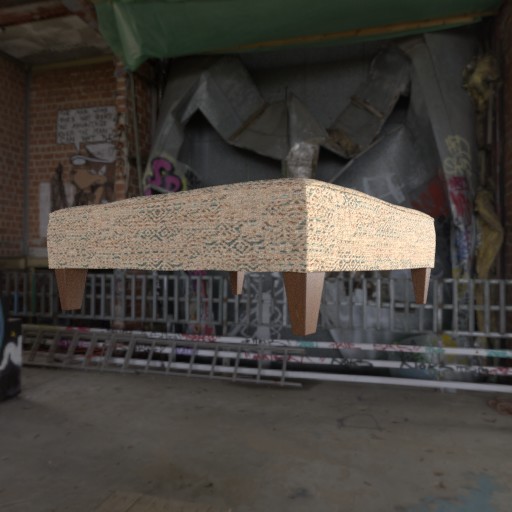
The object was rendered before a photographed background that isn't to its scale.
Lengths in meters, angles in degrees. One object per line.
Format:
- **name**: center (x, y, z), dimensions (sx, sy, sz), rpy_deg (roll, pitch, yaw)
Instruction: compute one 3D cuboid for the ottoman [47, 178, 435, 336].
- **ottoman**: center (0.000, 0.000, 1.559), dimensions (0.968, 0.356, 1.004), rpy_deg (-1, -1, 36)
